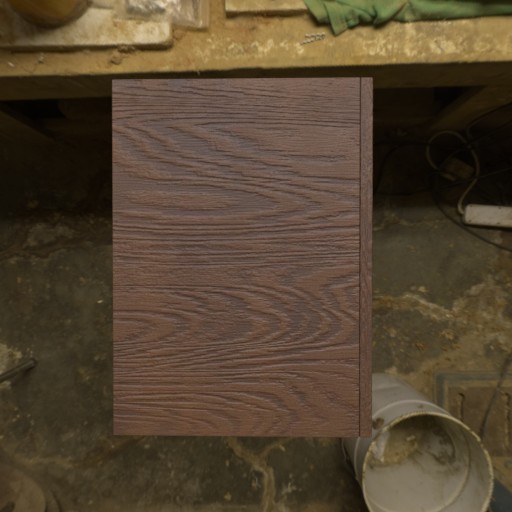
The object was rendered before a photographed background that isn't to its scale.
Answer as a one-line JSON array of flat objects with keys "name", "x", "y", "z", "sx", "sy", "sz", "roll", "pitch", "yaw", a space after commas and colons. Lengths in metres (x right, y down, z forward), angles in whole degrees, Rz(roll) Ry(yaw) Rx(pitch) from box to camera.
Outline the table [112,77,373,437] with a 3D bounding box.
[{"name": "table", "x": 0.000, "y": 0.000, "z": 0.984, "sx": 0.439, "sy": 0.585, "sz": 0.560, "roll": 0, "pitch": 91, "yaw": 1}]
